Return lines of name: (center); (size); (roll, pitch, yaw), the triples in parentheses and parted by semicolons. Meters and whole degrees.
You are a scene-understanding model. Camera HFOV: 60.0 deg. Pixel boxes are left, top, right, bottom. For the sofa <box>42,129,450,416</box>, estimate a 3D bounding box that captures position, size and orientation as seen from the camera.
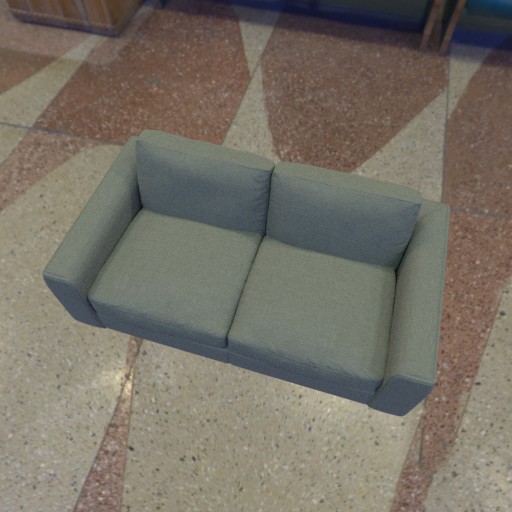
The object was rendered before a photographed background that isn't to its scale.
sofa: (0.000, 0.000, 2.398); (1.920, 0.800, 1.069); (14, 58, 9)
